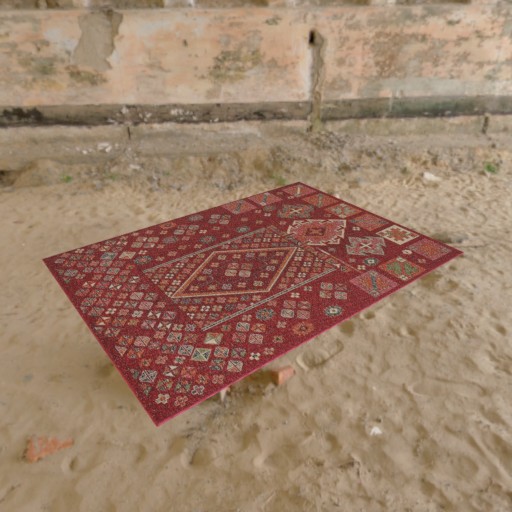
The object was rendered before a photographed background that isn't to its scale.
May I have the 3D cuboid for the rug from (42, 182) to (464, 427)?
[{"bbox_3d":[0.000,0.000,4.268,3.306,0.011,2.389,-21,37,-32],"label":"rug"}]
